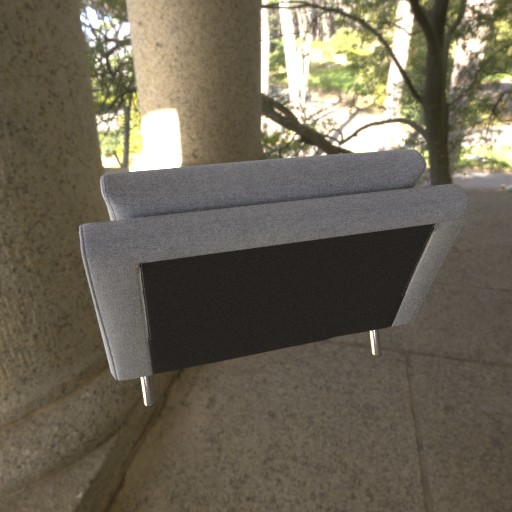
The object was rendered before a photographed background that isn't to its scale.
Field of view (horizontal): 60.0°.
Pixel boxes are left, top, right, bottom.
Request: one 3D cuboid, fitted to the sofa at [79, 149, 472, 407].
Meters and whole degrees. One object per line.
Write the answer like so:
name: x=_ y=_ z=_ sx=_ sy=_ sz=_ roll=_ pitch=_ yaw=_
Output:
sofa: x=0.000 y=0.000 z=1.813 sx=1.220 sy=0.910 sz=0.910 roll=-8 pitch=28 yaw=-15
